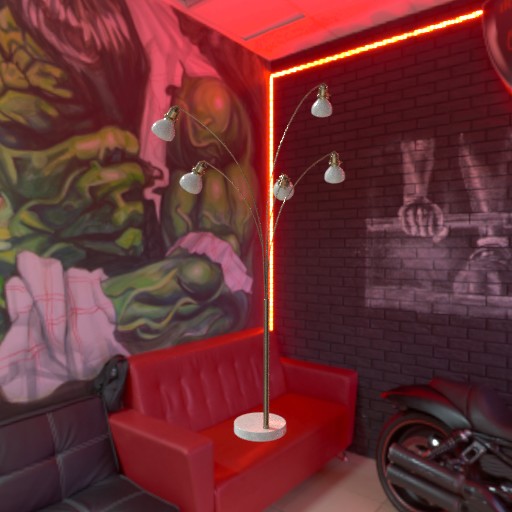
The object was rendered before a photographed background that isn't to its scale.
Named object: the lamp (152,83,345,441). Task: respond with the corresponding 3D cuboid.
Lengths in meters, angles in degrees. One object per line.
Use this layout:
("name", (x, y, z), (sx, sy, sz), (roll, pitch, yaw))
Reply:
("lamp", (0.000, 0.000, 3.056), (1.405, 2.423, 0.361), (0, 1, -19))
